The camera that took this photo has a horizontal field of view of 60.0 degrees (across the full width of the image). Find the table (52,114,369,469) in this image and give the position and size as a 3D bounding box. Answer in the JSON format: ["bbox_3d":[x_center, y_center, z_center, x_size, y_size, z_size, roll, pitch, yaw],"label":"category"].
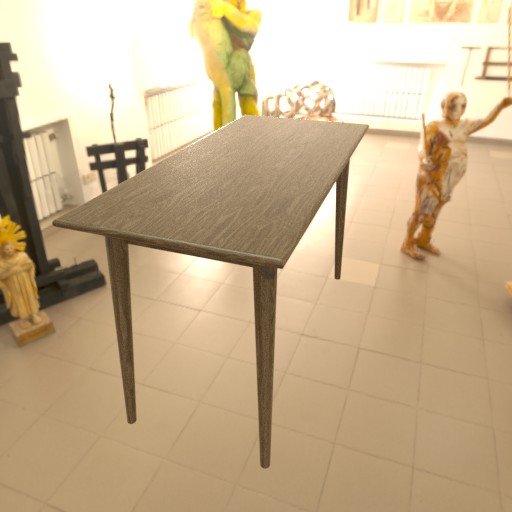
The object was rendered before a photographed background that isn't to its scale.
[{"bbox_3d":[0.000,0.000,1.727,0.599,0.780,1.300,10,31,17],"label":"table"}]
